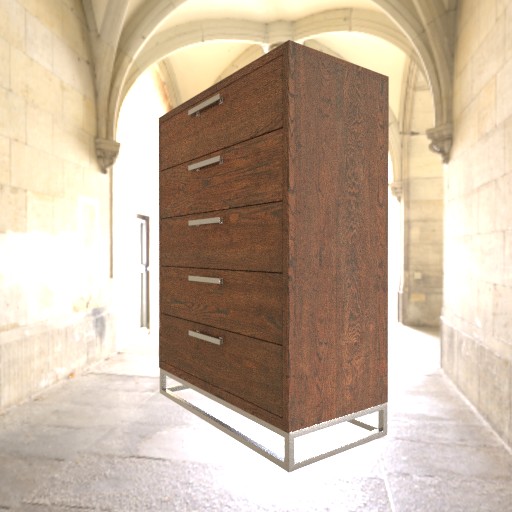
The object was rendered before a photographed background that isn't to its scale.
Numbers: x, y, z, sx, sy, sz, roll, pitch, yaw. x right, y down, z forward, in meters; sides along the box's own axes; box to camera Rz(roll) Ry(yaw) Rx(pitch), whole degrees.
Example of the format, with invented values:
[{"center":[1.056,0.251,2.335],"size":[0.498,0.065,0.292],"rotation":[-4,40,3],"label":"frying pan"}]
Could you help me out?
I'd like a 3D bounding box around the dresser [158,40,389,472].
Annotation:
[{"center":[0.000,0.000,1.873],"size":[0.508,1.321,0.965],"rotation":[0,1,-36],"label":"dresser"}]
